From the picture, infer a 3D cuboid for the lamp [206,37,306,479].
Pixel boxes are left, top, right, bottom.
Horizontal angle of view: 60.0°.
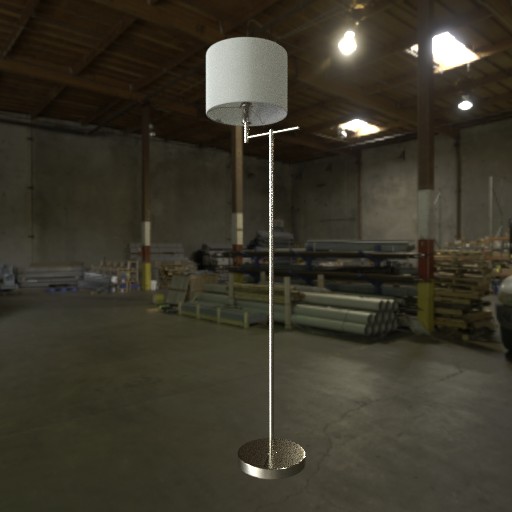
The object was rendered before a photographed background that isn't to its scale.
[{"bbox_3d":[0.000,0.000,1.759,0.416,1.600,0.324,1,1,37],"label":"lamp"}]
